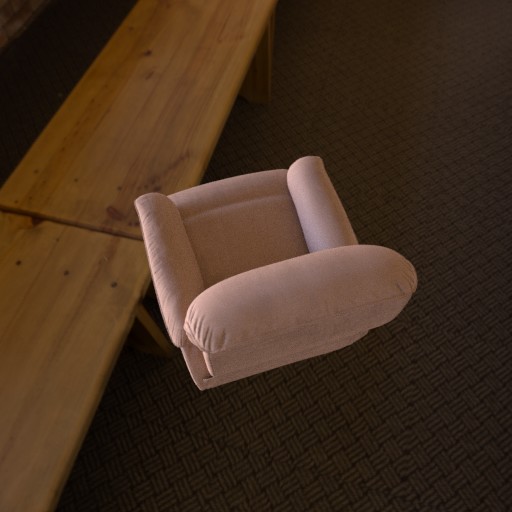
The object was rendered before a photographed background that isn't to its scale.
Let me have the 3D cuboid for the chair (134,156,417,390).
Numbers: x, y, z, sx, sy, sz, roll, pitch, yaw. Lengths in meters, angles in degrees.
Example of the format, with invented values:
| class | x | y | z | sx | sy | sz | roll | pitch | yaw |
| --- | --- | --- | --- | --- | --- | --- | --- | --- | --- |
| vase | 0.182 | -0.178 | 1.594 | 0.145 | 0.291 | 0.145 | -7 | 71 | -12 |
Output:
| class | x | y | z | sx | sy | sz | roll | pitch | yaw |
| --- | --- | --- | --- | --- | --- | --- | --- | --- | --- |
| chair | 0.000 | 0.000 | 1.744 | 0.820 | 1.037 | 1.004 | -15 | 60 | -9 |
